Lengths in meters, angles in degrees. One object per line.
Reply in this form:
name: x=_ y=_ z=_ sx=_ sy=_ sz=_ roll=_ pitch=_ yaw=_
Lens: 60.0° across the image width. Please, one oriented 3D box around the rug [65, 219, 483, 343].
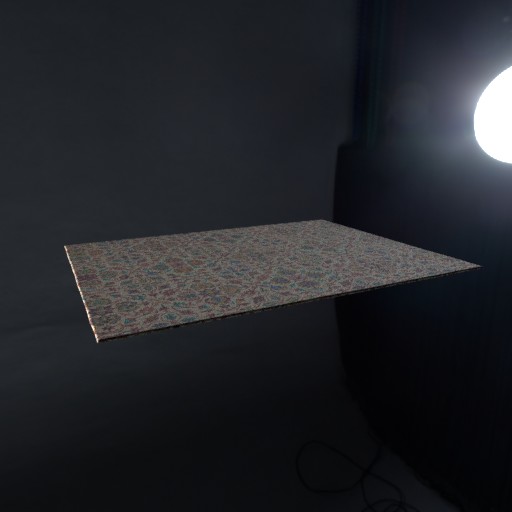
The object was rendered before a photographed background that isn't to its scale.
rug: x=0.000 y=0.000 z=4.226 sx=3.215 sy=0.020 sz=2.446 roll=-8 pitch=17 yaw=-26
